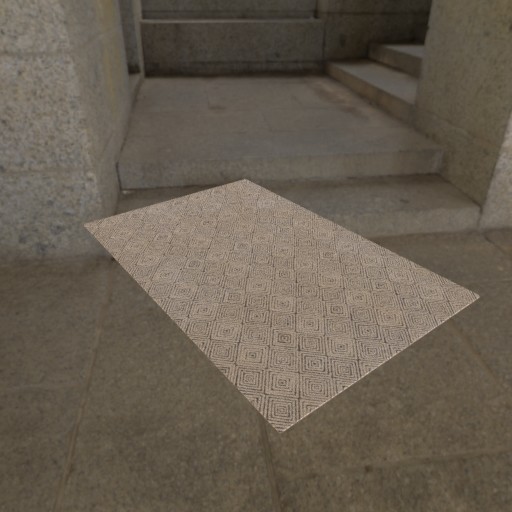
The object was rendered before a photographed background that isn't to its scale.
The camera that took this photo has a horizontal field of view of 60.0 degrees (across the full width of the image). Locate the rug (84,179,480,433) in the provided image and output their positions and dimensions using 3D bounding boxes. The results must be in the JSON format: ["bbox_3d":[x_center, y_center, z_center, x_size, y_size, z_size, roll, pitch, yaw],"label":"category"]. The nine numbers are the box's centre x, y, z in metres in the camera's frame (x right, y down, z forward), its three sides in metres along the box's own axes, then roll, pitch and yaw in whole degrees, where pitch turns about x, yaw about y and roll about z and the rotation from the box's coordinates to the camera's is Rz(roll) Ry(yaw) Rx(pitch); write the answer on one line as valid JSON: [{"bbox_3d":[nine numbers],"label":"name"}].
[{"bbox_3d":[0.000,0.000,2.291,1.175,0.008,1.783,-22,37,-31],"label":"rug"}]
